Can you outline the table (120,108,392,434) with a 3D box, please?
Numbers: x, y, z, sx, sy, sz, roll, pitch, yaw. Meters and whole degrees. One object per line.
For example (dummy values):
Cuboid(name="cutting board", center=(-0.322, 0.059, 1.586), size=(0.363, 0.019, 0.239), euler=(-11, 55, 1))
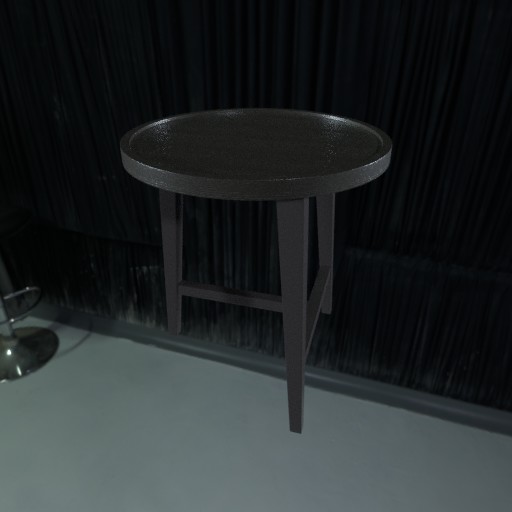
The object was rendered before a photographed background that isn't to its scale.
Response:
Cuboid(name="table", center=(0.000, 0.000, 0.973), size=(0.500, 0.531, 0.500), euler=(0, 30, 0))
